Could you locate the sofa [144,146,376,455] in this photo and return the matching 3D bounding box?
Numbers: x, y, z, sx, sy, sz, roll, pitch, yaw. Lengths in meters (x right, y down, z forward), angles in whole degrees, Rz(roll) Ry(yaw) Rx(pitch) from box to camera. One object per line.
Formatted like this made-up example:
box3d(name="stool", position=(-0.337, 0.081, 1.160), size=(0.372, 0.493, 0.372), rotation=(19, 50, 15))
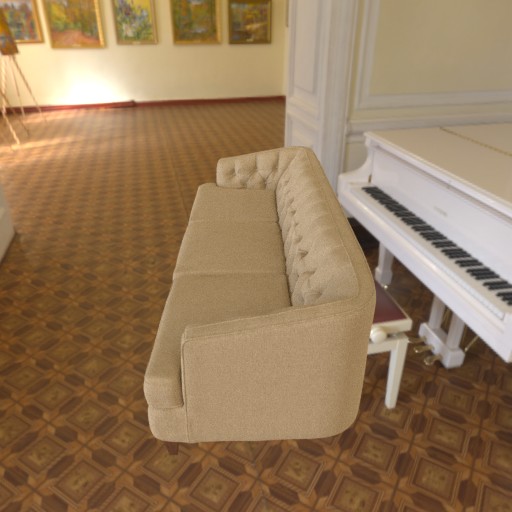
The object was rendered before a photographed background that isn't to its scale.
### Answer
box3d(name="sofa", position=(0.000, 0.000, 2.659), size=(0.913, 0.788, 2.235), rotation=(0, 29, -1))
